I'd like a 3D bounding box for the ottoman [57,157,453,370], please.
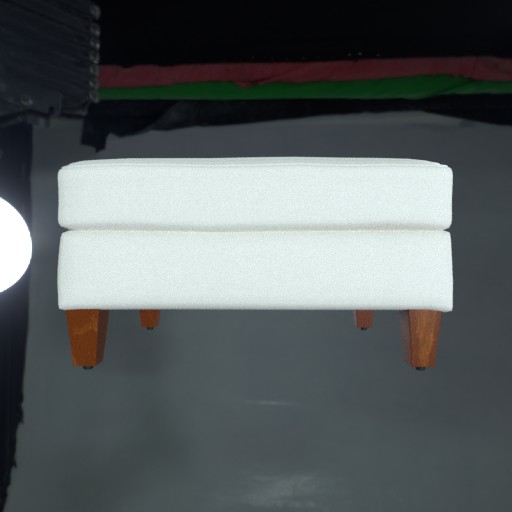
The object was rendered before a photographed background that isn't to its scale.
[{"bbox_3d":[0.000,0.000,1.193,0.818,0.479,0.634,0,0,1],"label":"ottoman"}]
